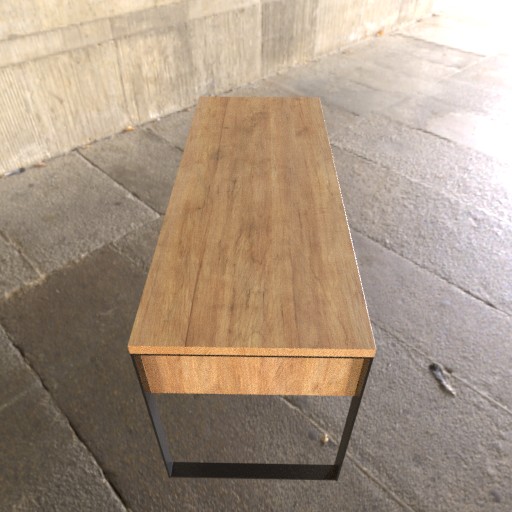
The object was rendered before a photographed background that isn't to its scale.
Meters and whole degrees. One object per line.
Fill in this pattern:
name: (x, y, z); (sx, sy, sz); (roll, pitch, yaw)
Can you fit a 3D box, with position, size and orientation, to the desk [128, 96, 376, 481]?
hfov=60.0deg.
desk: (0.000, 0.000, 1.879); (0.600, 0.760, 1.520); (1, 41, 1)
